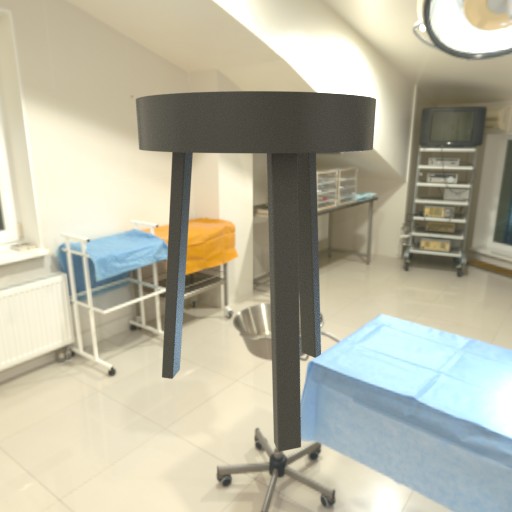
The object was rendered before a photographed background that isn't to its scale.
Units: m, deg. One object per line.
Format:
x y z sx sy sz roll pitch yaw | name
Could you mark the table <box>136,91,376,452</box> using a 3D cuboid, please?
0.000 0.000 0.848 0.406 0.559 0.406 0 16 0 | table
